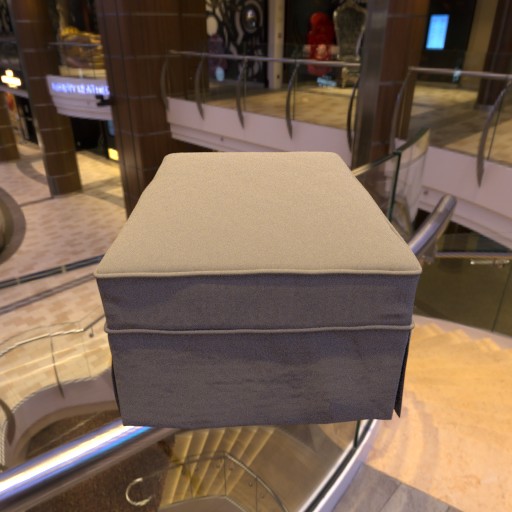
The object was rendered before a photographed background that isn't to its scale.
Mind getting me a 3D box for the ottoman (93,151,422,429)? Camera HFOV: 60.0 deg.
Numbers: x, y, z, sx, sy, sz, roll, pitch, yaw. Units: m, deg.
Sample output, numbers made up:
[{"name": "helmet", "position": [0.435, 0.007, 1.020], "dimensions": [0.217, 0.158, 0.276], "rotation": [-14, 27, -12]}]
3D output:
[{"name": "ottoman", "position": [0.000, 0.000, 1.334], "dimensions": [0.703, 0.479, 0.944], "rotation": [-1, 27, -1]}]
